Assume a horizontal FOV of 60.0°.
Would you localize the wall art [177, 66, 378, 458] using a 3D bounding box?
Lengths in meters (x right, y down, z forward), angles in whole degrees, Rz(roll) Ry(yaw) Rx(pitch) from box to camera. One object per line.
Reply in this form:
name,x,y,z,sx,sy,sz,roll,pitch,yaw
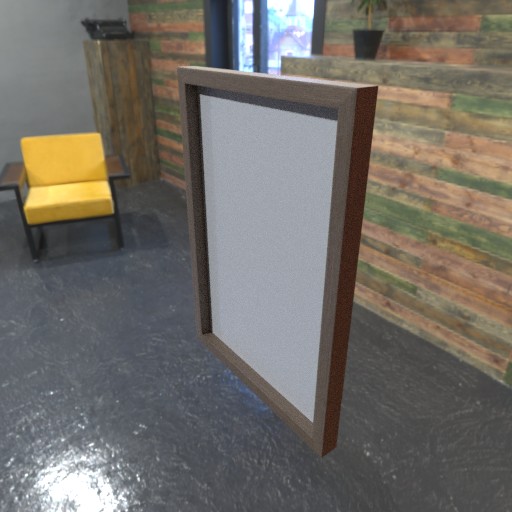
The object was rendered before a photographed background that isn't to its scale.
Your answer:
wall art,0.000,0.000,0.670,0.032,0.510,0.358,-19,32,-33
